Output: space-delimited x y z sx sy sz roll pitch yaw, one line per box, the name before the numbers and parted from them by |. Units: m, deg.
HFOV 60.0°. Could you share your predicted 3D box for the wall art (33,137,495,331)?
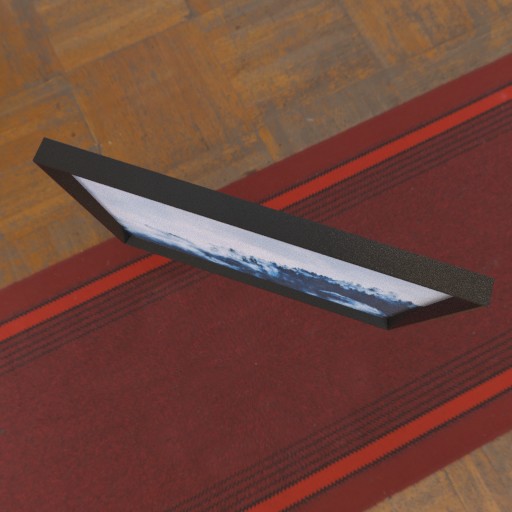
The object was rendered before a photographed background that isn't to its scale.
wall art | 0.000 0.000 1.182 0.939 0.640 0.058 18 77 4
